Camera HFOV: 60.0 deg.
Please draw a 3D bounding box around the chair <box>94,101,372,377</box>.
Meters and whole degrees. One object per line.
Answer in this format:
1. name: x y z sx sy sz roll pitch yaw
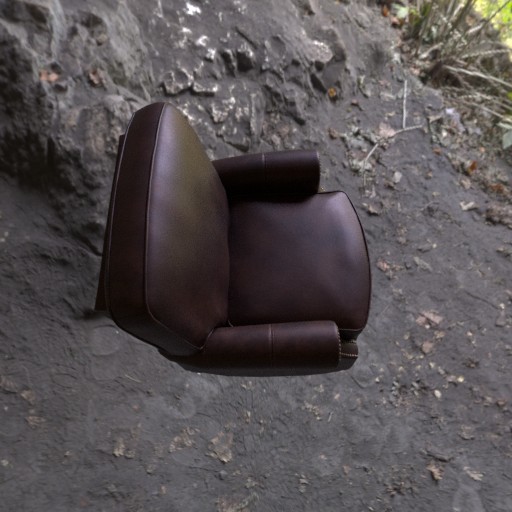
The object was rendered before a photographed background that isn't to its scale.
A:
1. chair: 0.000 0.000 1.781 0.986 1.018 0.936 -1 64 -1
